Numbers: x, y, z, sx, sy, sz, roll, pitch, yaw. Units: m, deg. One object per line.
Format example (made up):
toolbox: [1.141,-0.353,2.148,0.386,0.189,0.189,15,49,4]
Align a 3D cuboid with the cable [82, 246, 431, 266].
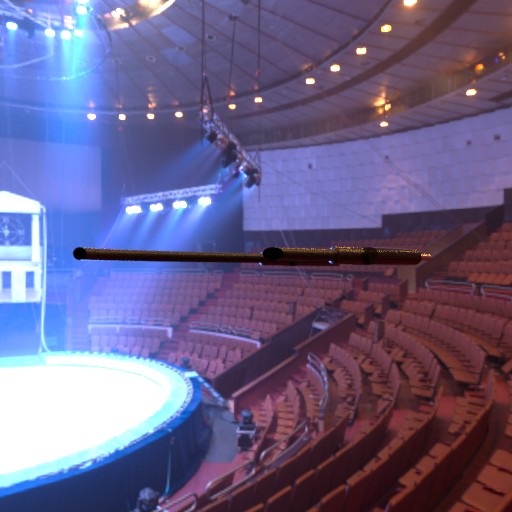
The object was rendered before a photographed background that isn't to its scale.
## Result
cable: [0.000,0.000,0.116,0.098,0.005,0.041,1,-2,-36]
